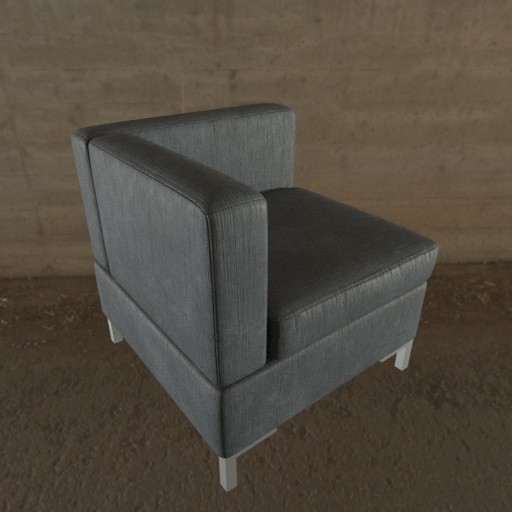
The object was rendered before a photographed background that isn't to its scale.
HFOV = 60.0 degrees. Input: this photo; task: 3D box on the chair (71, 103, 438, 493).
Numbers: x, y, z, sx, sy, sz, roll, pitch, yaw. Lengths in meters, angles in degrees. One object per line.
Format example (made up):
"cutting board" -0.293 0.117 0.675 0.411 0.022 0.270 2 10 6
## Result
"chair" 0.000 0.000 1.179 0.680 0.660 0.680 -20 34 -32
